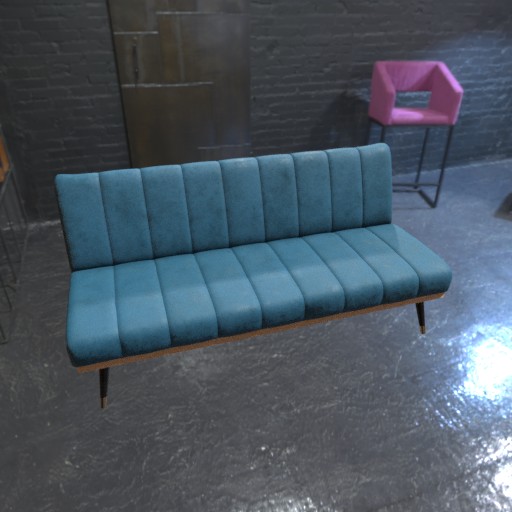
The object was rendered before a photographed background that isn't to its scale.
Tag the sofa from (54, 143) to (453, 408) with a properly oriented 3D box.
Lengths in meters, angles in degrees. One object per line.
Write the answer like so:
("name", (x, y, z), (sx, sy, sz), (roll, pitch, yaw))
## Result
("sofa", (0.000, 0.000, 2.262), (1.810, 0.825, 0.830), (-9, 31, -15))
